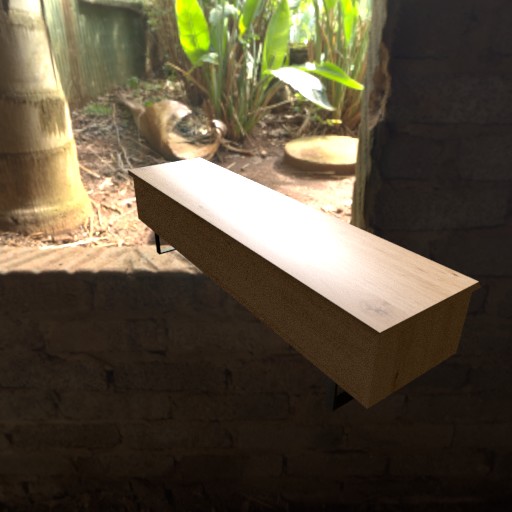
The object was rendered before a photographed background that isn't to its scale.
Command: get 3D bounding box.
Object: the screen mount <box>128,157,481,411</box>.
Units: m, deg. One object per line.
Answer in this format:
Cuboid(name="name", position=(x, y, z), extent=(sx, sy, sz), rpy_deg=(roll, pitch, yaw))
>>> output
Cuboid(name="screen mount", position=(0.000, 0.000, 1.912), extent=(0.450, 0.430, 1.700), rpy_deg=(-18, 32, -31))
